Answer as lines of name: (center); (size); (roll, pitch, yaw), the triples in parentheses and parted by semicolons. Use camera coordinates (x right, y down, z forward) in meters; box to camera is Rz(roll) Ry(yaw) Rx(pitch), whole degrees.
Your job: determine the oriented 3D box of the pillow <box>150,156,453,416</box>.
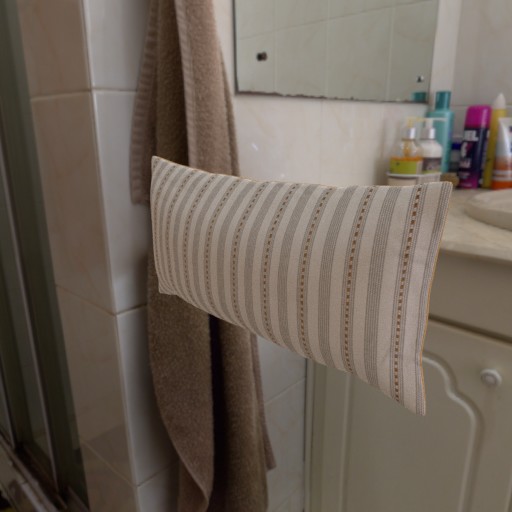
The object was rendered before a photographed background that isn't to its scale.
pillow: (0.000, 0.000, 0.723); (0.151, 0.291, 0.608); (-15, 22, -42)
